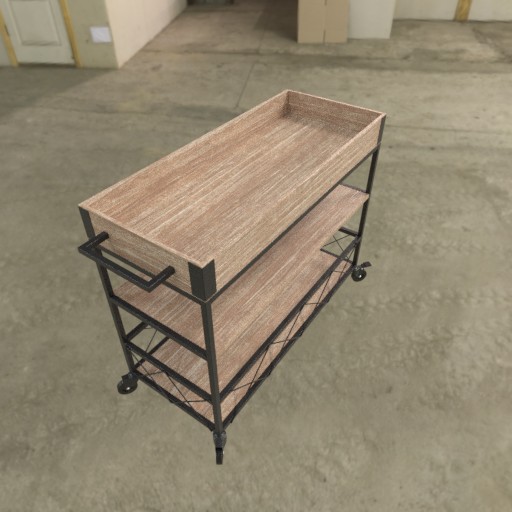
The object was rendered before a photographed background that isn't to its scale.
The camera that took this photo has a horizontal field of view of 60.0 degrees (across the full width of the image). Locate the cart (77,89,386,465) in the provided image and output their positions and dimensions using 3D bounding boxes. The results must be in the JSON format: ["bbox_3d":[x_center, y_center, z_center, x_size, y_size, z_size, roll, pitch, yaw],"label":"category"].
[{"bbox_3d":[0.000,0.000,1.543,0.500,0.787,1.101,25,46,26],"label":"cart"}]
